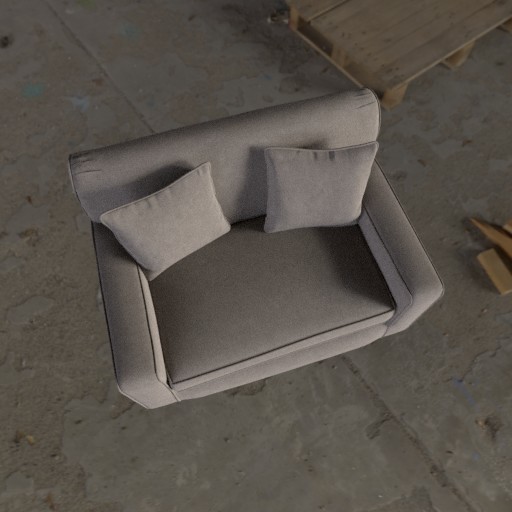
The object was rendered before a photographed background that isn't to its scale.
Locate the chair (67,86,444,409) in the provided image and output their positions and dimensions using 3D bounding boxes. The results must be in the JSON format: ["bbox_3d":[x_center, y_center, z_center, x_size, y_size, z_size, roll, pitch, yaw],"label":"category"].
[{"bbox_3d":[0.000,0.000,2.084,1.395,0.953,0.992,-15,65,-7],"label":"chair"}]
